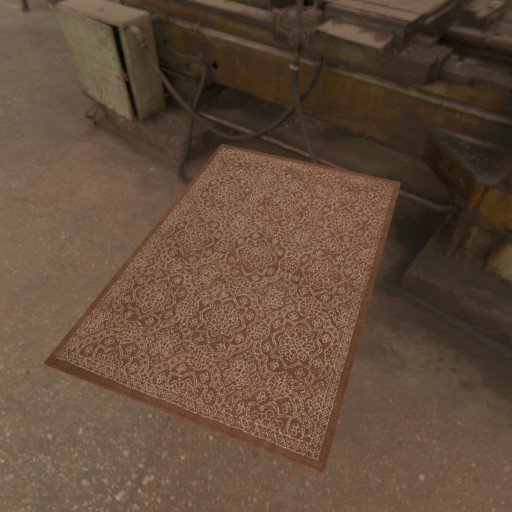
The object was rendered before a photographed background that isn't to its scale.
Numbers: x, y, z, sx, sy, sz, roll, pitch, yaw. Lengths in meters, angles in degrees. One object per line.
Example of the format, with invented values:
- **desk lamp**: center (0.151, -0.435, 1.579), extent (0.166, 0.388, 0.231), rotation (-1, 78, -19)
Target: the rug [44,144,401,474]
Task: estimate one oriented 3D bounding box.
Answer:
- **rug**: center (0.000, 0.000, 2.307), extent (1.219, 0.010, 1.829), rotation (16, 48, 15)
